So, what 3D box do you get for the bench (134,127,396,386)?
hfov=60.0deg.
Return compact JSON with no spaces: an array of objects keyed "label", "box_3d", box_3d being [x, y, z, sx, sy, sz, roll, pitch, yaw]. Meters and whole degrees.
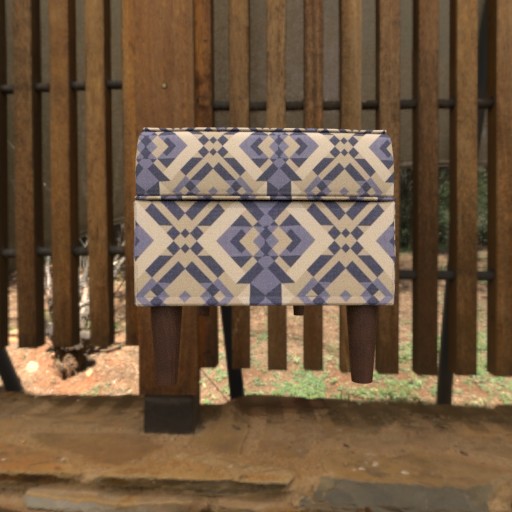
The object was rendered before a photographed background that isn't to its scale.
[{"label":"bench","box_3d":[0.000,0.000,1.304,0.492,0.477,1.016,0,0,-2]}]
